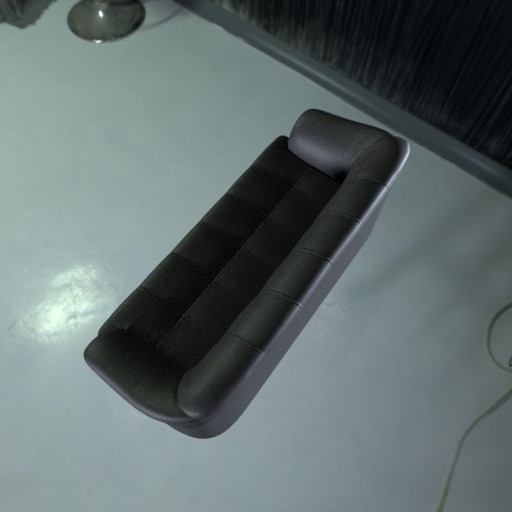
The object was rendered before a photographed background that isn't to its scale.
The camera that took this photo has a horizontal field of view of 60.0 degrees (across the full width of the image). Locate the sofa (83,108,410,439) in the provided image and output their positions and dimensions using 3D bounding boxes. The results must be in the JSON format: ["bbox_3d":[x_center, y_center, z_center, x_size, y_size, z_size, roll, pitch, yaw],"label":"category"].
[{"bbox_3d":[0.000,0.000,2.291,0.800,0.811,1.829,33,68,16],"label":"sofa"}]
